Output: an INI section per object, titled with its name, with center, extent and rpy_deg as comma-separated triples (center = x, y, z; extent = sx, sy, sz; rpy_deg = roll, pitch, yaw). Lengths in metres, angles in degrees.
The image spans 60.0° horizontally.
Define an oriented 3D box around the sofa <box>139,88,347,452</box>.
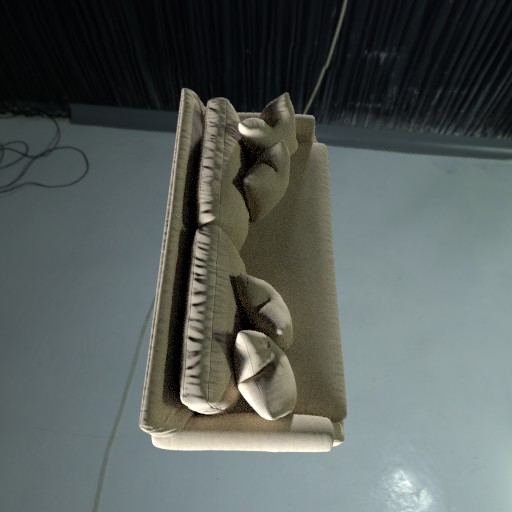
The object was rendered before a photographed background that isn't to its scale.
[sofa]
center = 0.000, 0.000, 2.820
extent = 1.067, 0.904, 2.285
rpy_deg = 1, 63, 0
